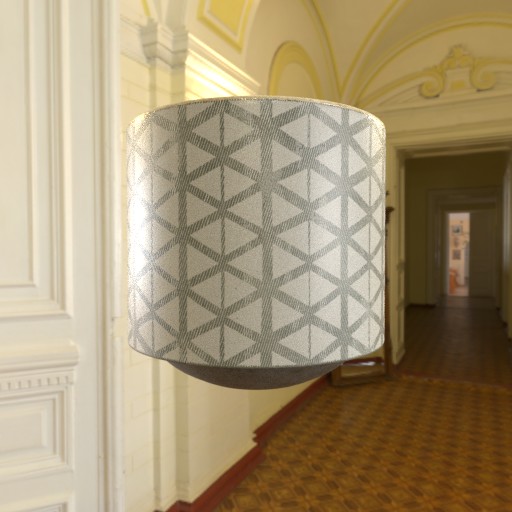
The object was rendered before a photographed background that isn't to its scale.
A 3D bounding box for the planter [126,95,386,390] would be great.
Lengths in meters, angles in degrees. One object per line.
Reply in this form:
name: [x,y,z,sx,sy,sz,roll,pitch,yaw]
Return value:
planter: [0.000,0.000,0.448,0.250,0.239,0.250,0,1,0]
